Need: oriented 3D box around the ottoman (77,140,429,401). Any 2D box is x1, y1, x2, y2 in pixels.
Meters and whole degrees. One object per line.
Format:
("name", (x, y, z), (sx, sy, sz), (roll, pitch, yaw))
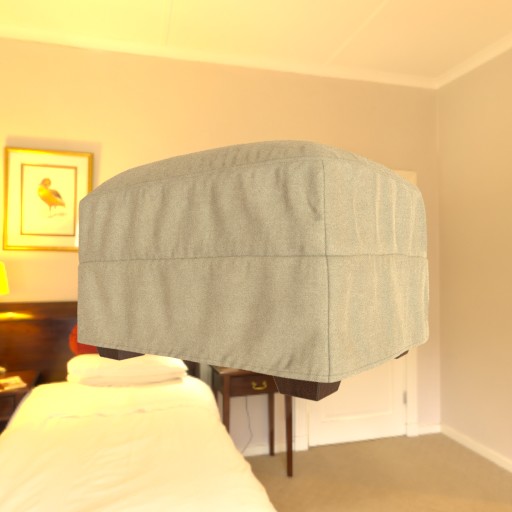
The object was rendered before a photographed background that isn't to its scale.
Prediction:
("ottoman", (0.000, 0.000, 1.073), (0.712, 0.480, 0.584), (-1, -1, 36))
